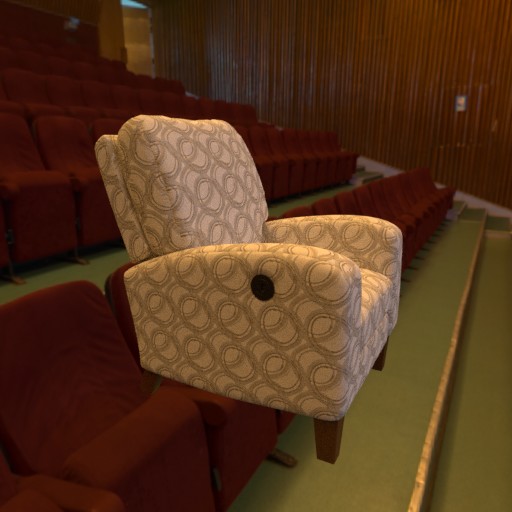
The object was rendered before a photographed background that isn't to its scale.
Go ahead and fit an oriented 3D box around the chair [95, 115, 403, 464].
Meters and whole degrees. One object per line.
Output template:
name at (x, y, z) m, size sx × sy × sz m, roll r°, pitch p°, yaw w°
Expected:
chair at (0.000, 0.000, 1.750) m, size 0.995 × 1.065 × 0.796 m, roll 7°, pitch 16°, yaw 27°
